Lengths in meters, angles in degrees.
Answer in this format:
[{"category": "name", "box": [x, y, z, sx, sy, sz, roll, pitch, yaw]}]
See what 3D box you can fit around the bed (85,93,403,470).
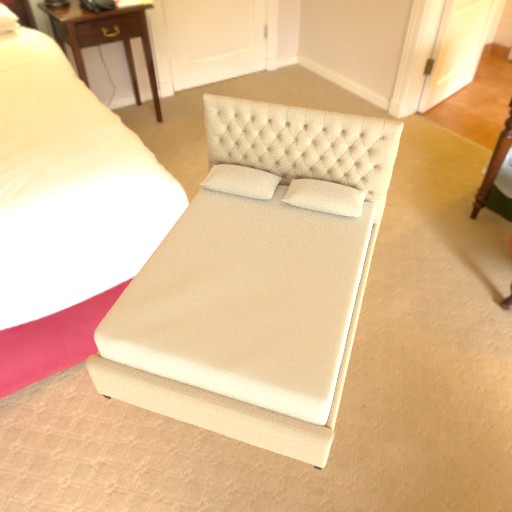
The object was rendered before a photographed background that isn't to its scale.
[{"category": "bed", "box": [0.000, 0.000, 3.348, 1.696, 1.426, 2.233, 13, 44, 14]}]
